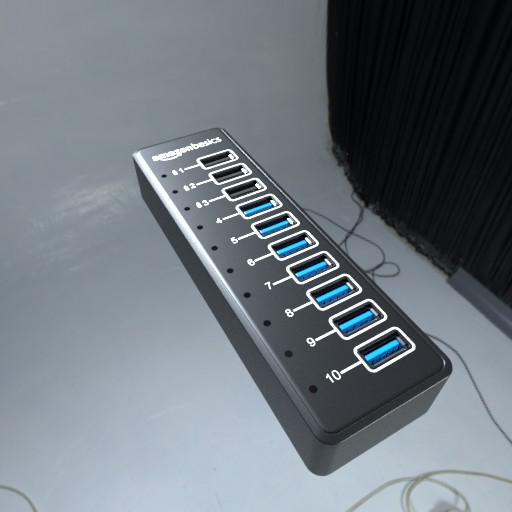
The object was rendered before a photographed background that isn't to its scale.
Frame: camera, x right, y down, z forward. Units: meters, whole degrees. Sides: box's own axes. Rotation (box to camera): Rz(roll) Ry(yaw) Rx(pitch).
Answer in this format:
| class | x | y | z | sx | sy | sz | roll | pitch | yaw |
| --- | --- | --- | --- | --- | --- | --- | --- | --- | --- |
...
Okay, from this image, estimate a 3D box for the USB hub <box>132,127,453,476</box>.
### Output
| class | x | y | z | sx | sy | sz | roll | pitch | yaw |
| --- | --- | --- | --- | --- | --- | --- | --- | --- | --- |
| USB hub | 0.000 | 0.000 | 0.162 | 0.044 | 0.023 | 0.145 | -22 | 50 | -20 |
